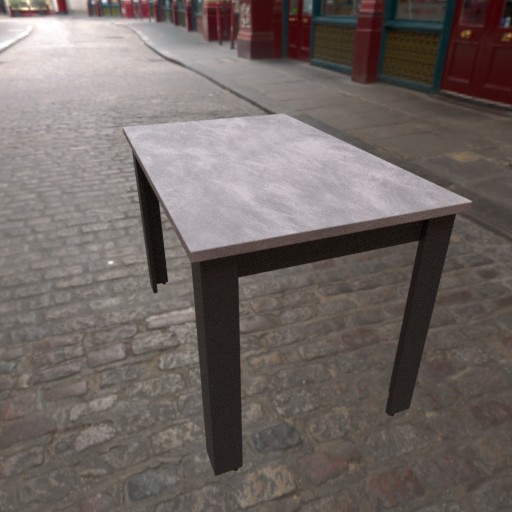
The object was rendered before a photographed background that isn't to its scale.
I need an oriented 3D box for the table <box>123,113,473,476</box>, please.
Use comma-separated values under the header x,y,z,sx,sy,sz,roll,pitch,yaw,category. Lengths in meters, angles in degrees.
x,y,z,sx,sy,sz,roll,pitch,yaw,category
0.000,0.000,1.589,0.700,0.734,1.100,-11,31,-18,table
